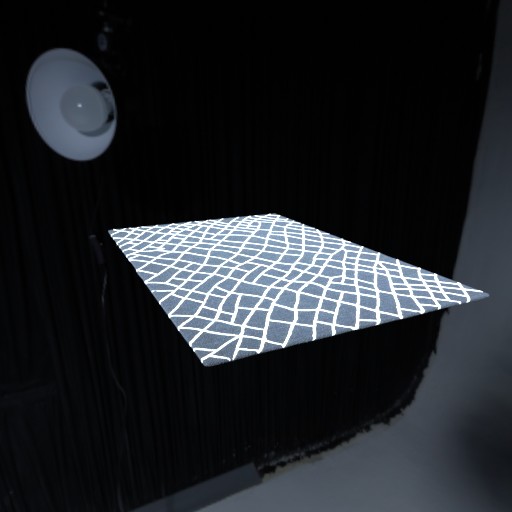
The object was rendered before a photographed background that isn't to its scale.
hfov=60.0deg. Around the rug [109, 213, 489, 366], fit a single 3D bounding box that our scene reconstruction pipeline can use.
[{"bbox_3d":[0.000,0.000,2.316,1.223,0.013,1.830,-8,19,-25],"label":"rug"}]
